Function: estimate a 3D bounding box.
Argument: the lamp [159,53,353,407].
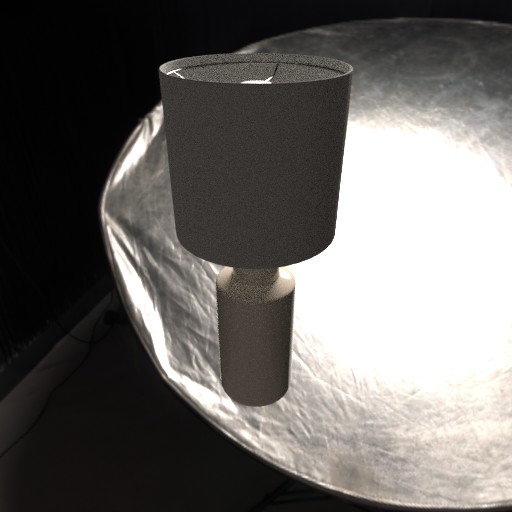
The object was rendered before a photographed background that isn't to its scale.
[{"bbox_3d":[0.000,0.000,0.618,0.212,0.493,0.212,9,32,14],"label":"lamp"}]
